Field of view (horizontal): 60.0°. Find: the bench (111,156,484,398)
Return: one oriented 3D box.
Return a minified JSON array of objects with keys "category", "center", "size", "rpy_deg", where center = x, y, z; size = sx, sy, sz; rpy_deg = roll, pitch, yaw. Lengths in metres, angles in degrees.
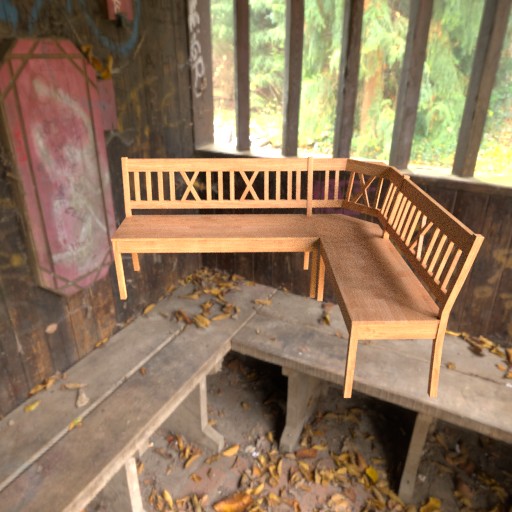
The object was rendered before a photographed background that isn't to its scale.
[{"category":"bench","center":[0.000,0.000,2.777],"size":[1.937,0.902,1.537],"rpy_deg":[0,26,-1]}]
